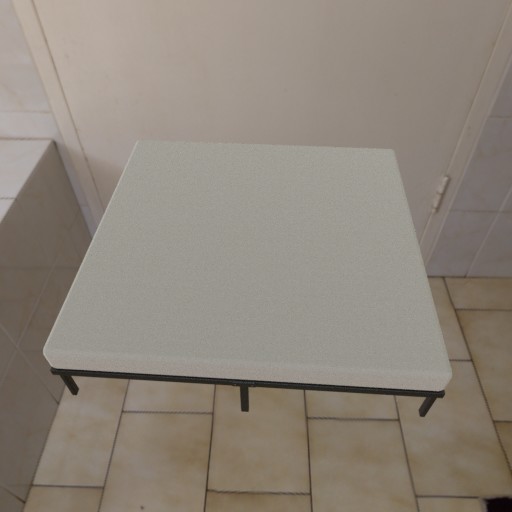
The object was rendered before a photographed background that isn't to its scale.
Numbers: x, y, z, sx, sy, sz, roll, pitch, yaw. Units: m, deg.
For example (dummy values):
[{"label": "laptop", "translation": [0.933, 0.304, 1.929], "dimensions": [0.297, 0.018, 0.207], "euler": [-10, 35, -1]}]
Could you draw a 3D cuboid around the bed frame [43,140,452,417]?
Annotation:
[{"label": "bed frame", "translation": [0.000, 0.000, 3.873], "dimensions": [2.635, 0.680, 2.526], "euler": [3, 47, 3]}]
